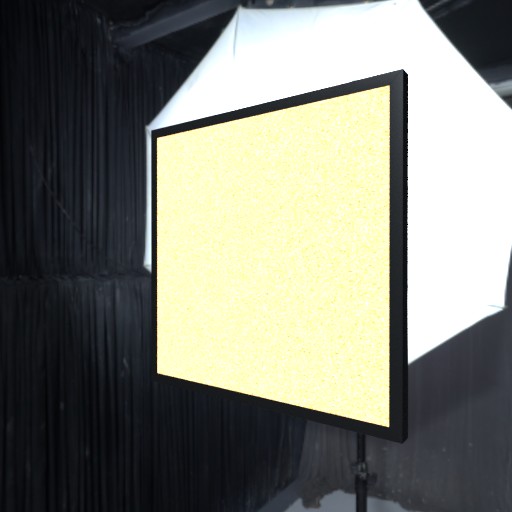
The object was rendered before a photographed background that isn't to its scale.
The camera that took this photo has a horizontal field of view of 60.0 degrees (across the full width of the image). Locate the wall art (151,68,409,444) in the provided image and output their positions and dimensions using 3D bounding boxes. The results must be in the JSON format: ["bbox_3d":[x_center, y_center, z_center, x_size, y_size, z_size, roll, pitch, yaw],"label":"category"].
[{"bbox_3d":[0.000,0.000,1.128,0.756,0.755,0.036,0,0,36],"label":"wall art"}]
